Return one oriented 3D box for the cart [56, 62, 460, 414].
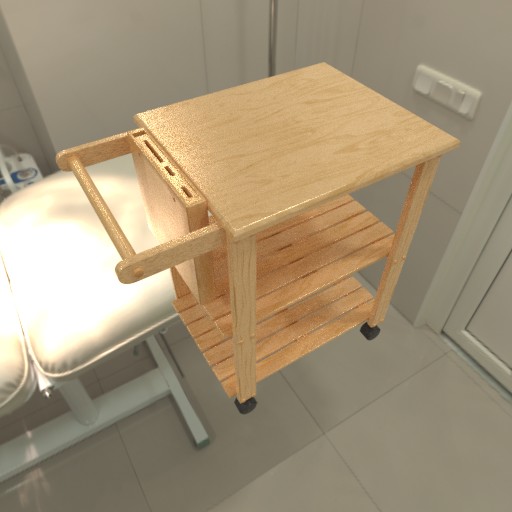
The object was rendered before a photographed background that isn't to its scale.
[{"bbox_3d":[0.000,0.000,1.333,0.843,0.816,0.520,-24,51,-21],"label":"cart"}]
